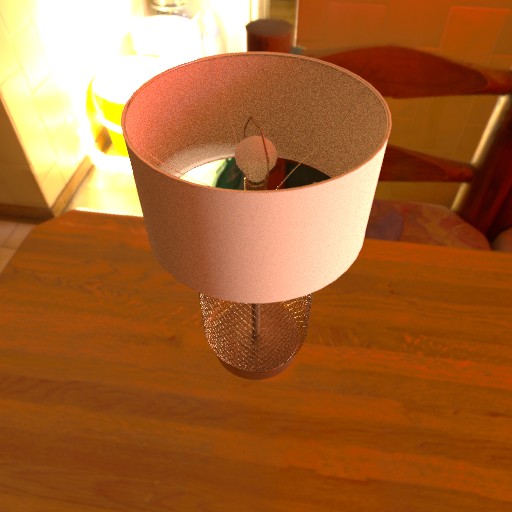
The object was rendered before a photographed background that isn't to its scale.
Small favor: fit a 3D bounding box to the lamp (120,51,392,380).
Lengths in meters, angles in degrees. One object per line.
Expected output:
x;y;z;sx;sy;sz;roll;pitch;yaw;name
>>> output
0.000;0.000;0.799;0.353;0.578;0.353;0;47;0;lamp
